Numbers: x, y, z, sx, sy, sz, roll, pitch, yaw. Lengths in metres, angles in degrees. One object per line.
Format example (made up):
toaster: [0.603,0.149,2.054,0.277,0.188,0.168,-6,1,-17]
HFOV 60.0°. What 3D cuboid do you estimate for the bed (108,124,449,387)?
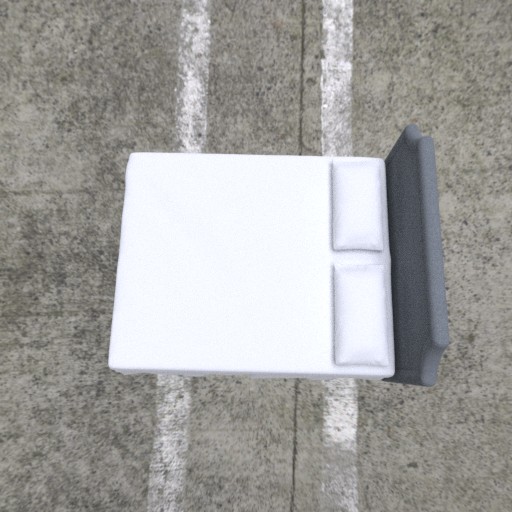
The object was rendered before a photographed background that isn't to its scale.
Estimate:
bed: [0.000,0.000,3.320,2.259,1.296,1.811,1,76,0]
